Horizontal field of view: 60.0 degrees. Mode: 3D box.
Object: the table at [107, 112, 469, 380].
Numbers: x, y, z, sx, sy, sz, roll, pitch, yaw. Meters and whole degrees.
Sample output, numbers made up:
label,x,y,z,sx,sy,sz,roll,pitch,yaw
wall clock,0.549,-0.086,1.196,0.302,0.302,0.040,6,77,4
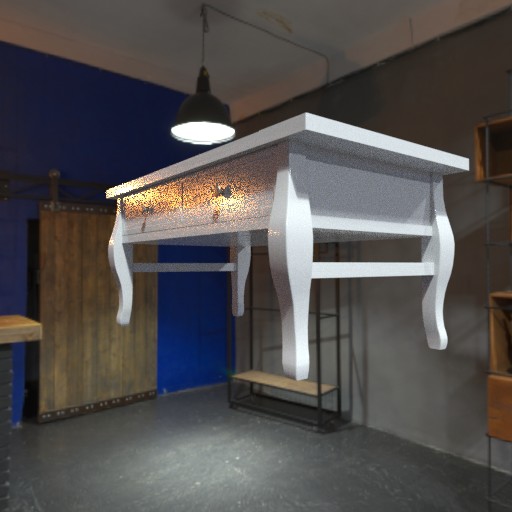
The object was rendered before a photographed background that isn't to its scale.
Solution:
label,x,y,z,sx,sy,sz,roll,pitch,yaw
table,0.000,0.000,1.392,0.600,0.495,1.062,1,-1,-37
